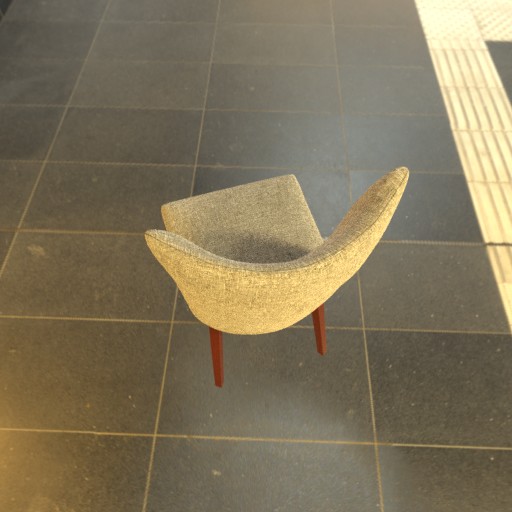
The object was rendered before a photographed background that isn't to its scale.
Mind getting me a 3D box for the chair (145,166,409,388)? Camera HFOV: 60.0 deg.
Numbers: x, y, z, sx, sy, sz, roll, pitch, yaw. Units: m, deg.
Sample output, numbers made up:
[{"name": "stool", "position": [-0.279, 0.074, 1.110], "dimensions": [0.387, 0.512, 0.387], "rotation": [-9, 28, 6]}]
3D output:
[{"name": "chair", "position": [0.000, 0.000, 1.316], "dimensions": [0.535, 0.924, 0.623], "rotation": [-15, 59, -9]}]
